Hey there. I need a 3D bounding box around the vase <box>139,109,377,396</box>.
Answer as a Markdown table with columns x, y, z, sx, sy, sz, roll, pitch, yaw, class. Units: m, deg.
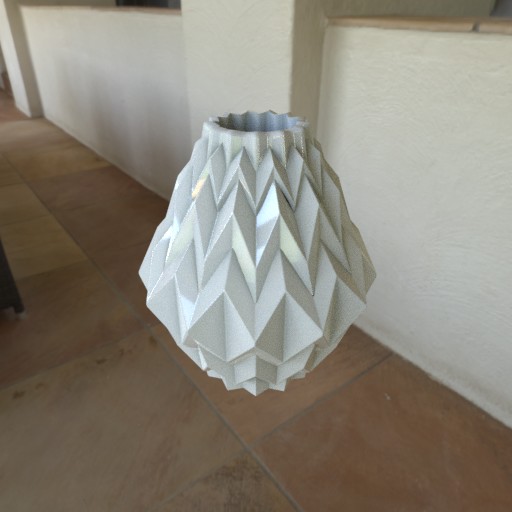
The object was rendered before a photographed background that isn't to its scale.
| x | y | z | sx | sy | sz | roll | pitch | yaw | class |
| --- | --- | --- | --- | --- | --- | --- | --- | --- | --- |
| 0.000 | 0.000 | 0.308 | 0.164 | 0.185 | 0.164 | 0 | 30 | 0 | vase |
